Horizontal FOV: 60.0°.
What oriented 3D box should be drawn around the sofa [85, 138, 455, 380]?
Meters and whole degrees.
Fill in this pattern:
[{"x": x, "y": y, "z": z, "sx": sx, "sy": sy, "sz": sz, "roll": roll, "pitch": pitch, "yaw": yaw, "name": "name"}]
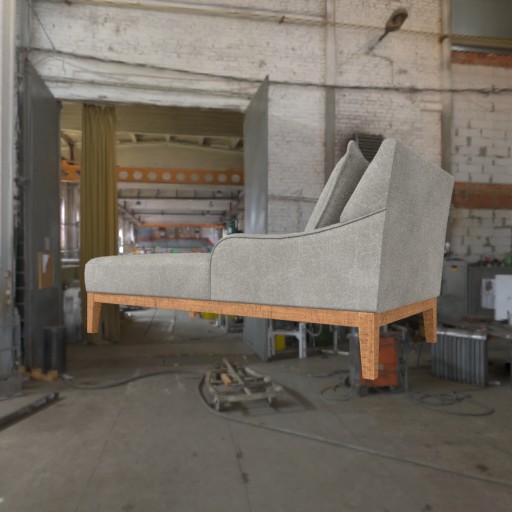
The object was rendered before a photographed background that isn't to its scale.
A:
[{"x": 0.000, "y": 0.000, "z": 2.339, "sx": 1.779, "sy": 0.859, "sz": 0.894, "roll": 0, "pitch": 0, "yaw": 36, "name": "sofa"}]
